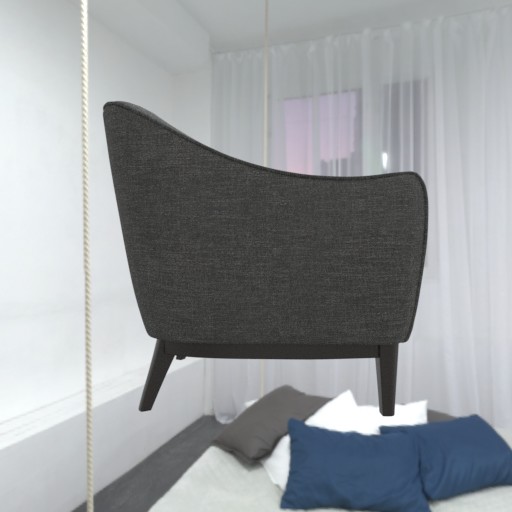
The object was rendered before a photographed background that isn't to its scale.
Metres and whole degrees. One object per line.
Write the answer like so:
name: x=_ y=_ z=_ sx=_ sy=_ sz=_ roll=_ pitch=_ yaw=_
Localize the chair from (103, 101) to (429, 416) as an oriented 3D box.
chair: x=0.000 y=0.000 z=1.484 sx=0.851 sy=0.829 sz=0.870 roll=0 pitch=0 yaw=0
